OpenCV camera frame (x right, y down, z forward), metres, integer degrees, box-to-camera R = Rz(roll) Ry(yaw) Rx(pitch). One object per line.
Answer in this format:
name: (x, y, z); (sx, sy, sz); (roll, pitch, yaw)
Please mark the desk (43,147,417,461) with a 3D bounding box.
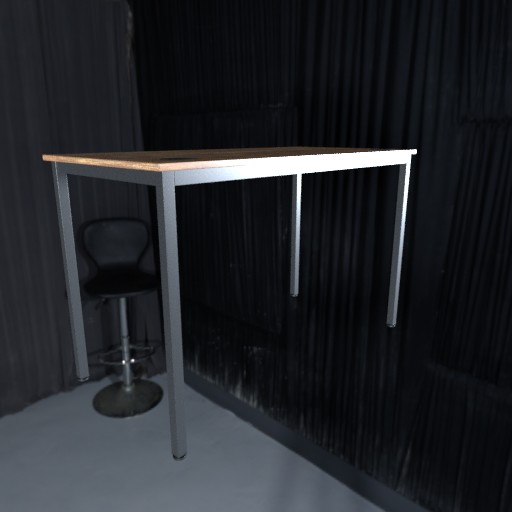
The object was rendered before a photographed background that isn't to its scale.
desk: (0.000, 0.000, 1.626); (0.600, 0.749, 1.200); (14, 21, 42)
